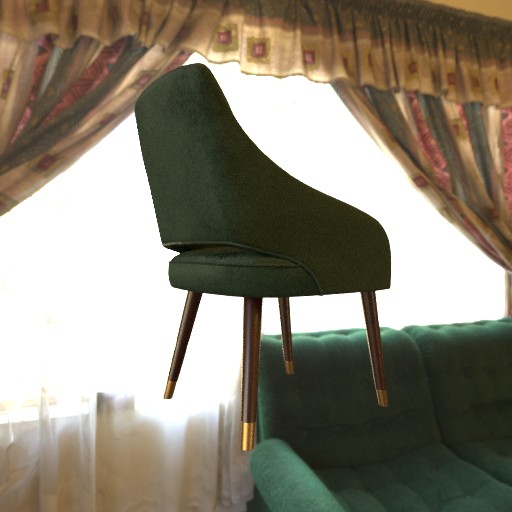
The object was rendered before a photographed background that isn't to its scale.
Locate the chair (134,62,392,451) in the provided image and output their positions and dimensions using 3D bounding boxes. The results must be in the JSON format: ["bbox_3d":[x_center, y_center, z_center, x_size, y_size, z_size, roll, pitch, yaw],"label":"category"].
[{"bbox_3d":[0.000,0.000,1.593,0.794,1.081,0.683,0,0,-36],"label":"chair"}]
